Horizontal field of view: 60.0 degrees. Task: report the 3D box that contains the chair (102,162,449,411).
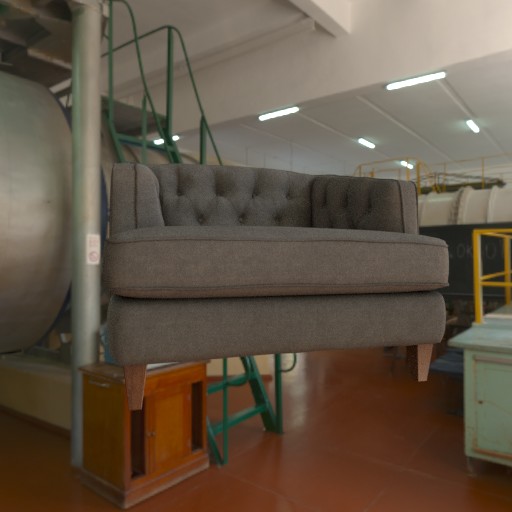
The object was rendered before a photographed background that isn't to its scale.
[{"bbox_3d":[0.000,0.000,1.716,1.104,0.852,0.941,0,0,-18],"label":"chair"}]
